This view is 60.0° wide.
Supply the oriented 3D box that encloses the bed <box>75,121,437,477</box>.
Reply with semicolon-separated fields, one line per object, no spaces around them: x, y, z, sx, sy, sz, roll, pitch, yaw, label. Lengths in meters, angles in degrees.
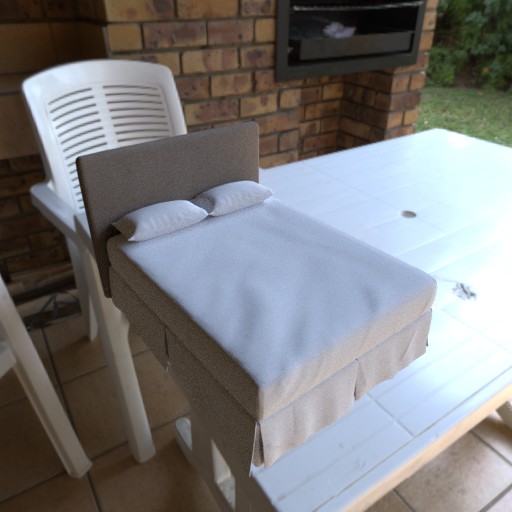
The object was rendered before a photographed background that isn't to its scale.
0.000;0.000;3.277;1.723;1.330;2.142;-22;38;-32;bed
